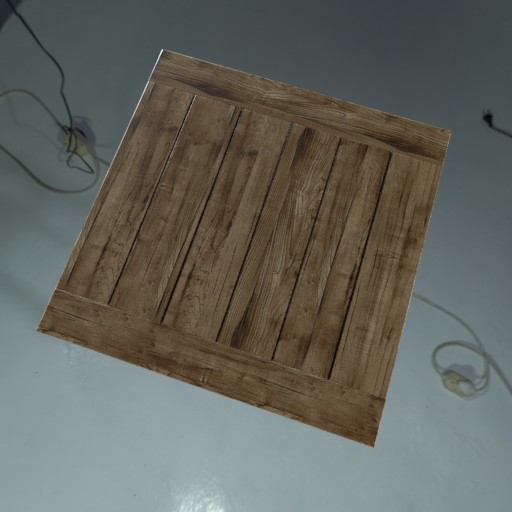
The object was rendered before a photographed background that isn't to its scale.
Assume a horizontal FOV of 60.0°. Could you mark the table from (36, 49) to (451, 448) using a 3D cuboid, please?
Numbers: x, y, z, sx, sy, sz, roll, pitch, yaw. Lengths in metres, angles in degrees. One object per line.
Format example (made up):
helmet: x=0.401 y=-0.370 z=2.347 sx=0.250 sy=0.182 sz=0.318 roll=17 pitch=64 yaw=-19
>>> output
table: x=0.000 y=0.000 z=1.044 sx=0.610 sy=0.457 sz=0.610 roll=18 pitch=76 yaw=4
